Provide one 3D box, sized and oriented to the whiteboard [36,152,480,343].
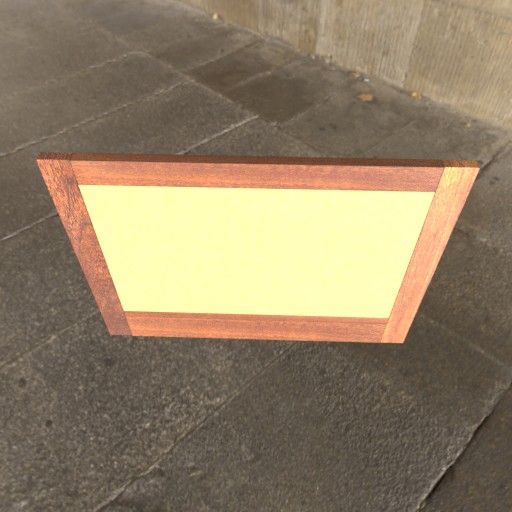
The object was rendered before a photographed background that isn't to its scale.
[{"bbox_3d":[0.000,0.000,1.010,0.783,0.559,0.083,1,47,1],"label":"whiteboard"}]
